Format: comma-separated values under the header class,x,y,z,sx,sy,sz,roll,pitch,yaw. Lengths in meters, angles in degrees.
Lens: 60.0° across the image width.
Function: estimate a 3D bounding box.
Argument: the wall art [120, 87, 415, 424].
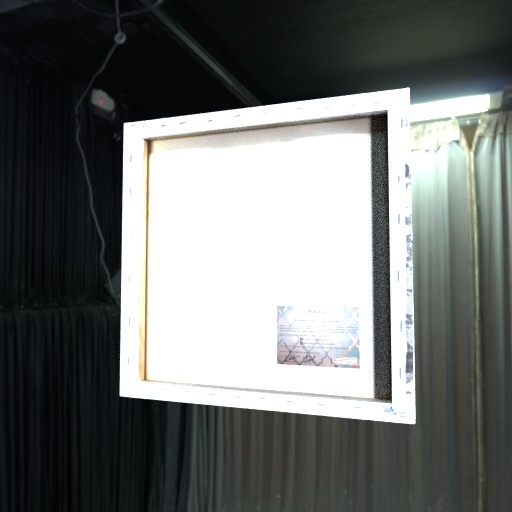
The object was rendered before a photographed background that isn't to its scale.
class,x,y,z,sx,sy,sz,roll,pitch,yaw
wall art,0.000,0.000,0.619,0.411,0.410,0.038,-1,-3,18
